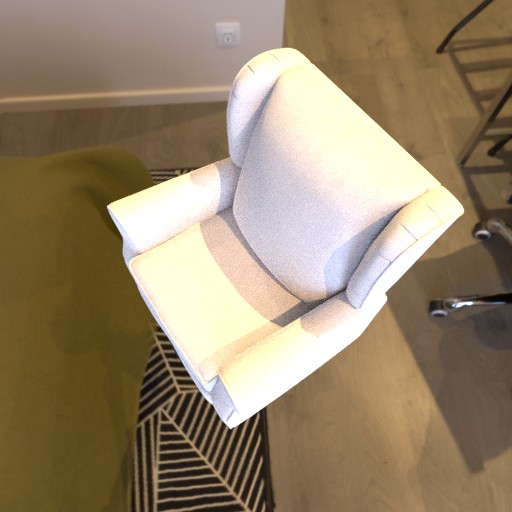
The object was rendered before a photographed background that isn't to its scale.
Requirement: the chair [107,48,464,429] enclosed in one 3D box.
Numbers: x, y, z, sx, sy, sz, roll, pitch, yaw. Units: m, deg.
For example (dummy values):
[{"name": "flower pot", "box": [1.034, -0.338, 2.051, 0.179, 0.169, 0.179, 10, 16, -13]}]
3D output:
[{"name": "chair", "box": [0.000, 0.000, 1.627, 0.854, 0.967, 0.906, -32, 68, -15]}]
